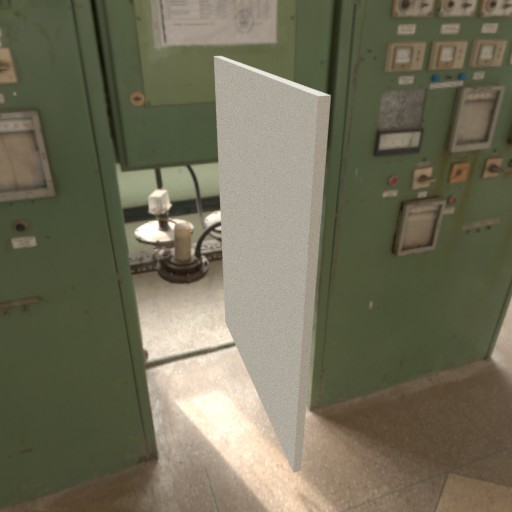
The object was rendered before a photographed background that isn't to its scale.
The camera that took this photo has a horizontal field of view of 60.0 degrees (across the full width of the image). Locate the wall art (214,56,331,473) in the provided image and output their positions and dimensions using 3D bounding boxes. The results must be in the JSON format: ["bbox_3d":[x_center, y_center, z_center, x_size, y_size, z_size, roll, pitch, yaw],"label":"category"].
[{"bbox_3d":[0.000,0.000,0.685,0.013,0.533,0.381,-10,31,-16],"label":"wall art"}]
